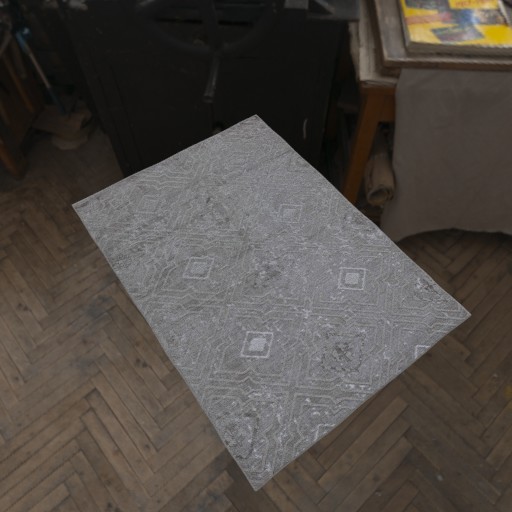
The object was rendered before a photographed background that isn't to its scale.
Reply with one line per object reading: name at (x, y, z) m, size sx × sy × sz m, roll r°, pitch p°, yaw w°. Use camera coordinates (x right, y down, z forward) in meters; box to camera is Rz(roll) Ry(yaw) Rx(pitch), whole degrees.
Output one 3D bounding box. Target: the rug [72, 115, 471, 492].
rug at (0.000, 0.000, 4.391) m, size 2.448 × 0.020 × 3.359 m, roll -32°, pitch 63°, yaw -18°
